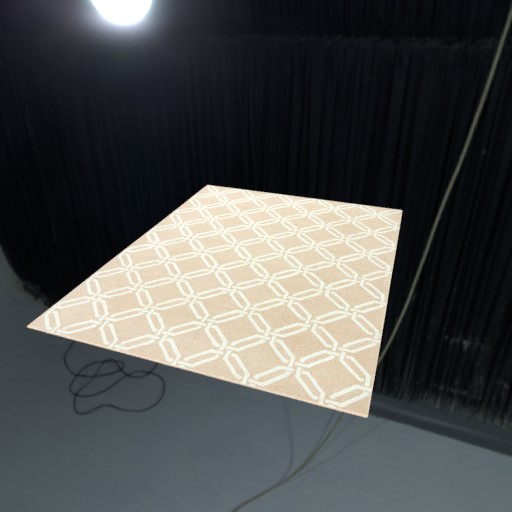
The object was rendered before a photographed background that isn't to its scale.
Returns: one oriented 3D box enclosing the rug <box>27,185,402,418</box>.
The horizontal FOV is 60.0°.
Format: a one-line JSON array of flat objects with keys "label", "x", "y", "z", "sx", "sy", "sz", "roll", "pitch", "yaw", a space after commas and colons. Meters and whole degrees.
[{"label": "rug", "x": 0.000, "y": 0.000, "z": 3.871, "sx": 2.288, "sy": 0.018, "sz": 2.895, "roll": 10, "pitch": 31, "yaw": 17}]
